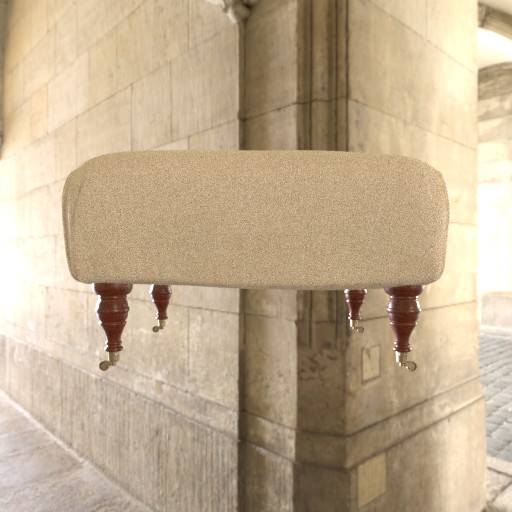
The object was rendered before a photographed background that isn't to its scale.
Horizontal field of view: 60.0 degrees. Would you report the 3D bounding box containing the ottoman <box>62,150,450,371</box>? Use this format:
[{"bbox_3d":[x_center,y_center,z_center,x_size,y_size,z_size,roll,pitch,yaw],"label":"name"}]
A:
[{"bbox_3d":[0.000,0.000,1.095,0.747,0.450,0.622,0,0,0],"label":"ottoman"}]
